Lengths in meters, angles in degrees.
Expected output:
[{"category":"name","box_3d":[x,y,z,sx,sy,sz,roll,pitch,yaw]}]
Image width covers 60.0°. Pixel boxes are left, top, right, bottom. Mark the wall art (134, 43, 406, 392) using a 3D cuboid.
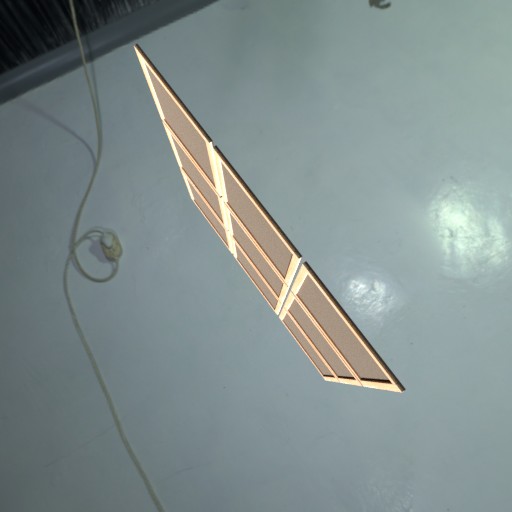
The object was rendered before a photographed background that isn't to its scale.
[{"category":"wall art","box_3d":[0.000,0.000,1.781,0.013,1.218,1.216,-35,78,-8]}]
